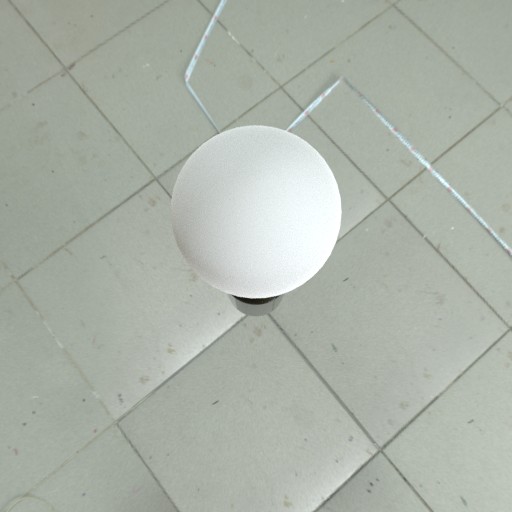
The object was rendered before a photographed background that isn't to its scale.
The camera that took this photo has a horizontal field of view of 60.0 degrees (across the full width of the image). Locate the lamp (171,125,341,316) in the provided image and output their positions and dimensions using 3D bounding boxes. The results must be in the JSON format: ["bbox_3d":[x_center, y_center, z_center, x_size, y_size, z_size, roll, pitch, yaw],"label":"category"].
[{"bbox_3d":[0.000,0.000,0.562,0.153,0.480,0.153,0,76,0],"label":"lamp"}]
